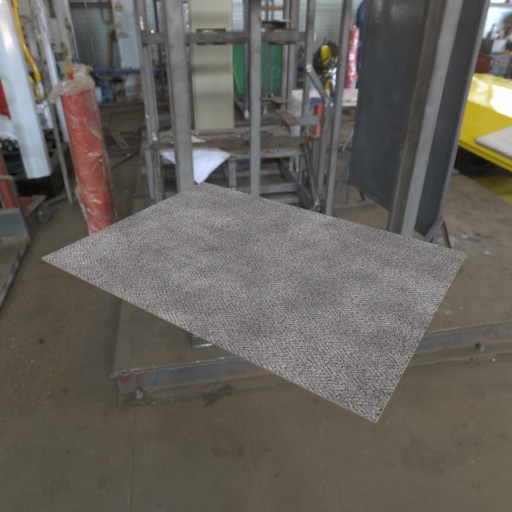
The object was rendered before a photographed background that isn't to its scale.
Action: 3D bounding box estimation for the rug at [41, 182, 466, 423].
[{"bbox_3d":[0.000,0.000,2.860,2.235,0.008,1.600,19,36,29],"label":"rug"}]
